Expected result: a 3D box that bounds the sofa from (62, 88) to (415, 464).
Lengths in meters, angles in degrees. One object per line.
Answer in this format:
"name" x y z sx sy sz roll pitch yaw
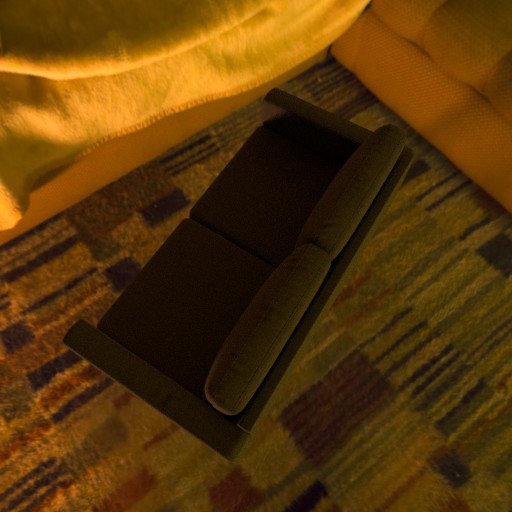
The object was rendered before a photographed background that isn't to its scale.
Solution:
"sofa" 0.000 0.000 2.263 0.889 0.897 1.730 30 68 14
